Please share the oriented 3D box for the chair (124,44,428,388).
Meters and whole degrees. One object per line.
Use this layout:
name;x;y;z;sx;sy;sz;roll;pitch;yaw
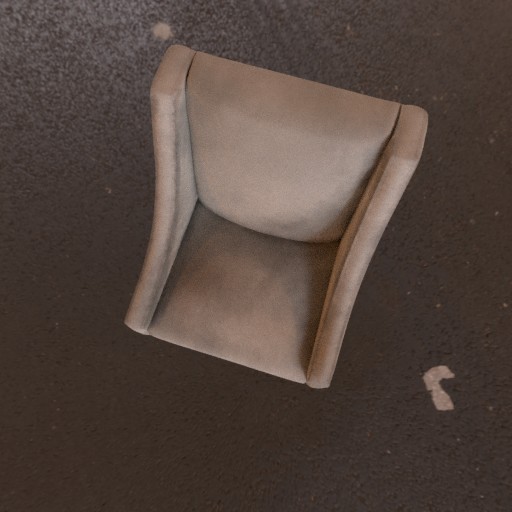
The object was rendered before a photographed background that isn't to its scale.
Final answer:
chair;0.000;0.000;1.332;0.629;0.895;0.629;16;75;5
